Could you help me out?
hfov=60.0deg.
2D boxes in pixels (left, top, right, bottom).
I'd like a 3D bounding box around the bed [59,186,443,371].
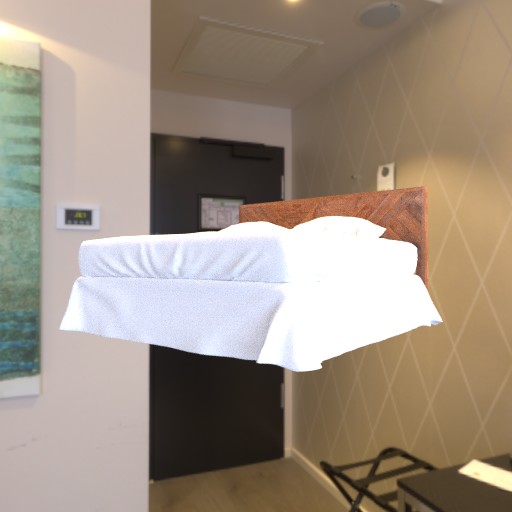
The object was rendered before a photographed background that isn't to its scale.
[{"bbox_3d":[0.000,0.000,3.494,2.255,1.158,2.165,-1,-1,38],"label":"bed"}]
